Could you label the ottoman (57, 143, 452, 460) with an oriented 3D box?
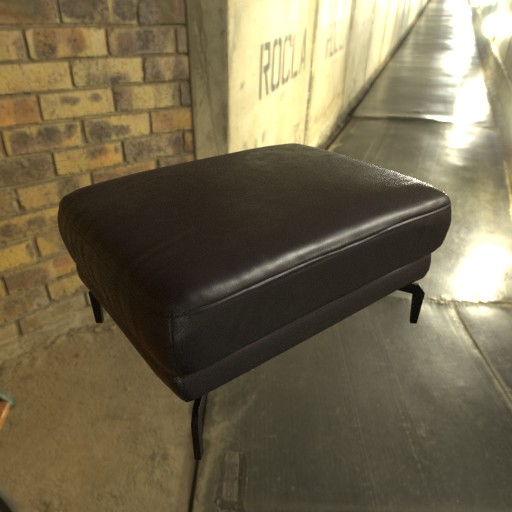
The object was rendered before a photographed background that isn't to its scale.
[{"bbox_3d":[0.000,0.000,1.077,0.764,0.402,0.570,-21,36,-32],"label":"ottoman"}]
